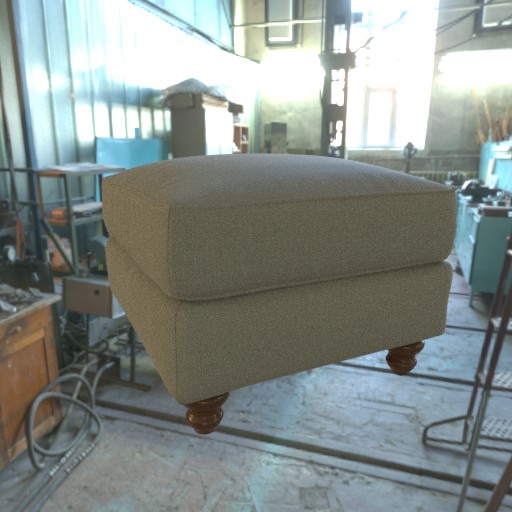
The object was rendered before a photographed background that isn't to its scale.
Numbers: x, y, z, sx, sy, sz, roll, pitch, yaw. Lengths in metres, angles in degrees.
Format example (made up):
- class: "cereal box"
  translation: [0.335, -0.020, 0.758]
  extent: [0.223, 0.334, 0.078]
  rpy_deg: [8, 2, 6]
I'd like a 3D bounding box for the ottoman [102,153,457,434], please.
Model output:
- class: "ottoman"
  translation: [0.000, 0.000, 1.123]
  extent: [0.662, 0.505, 0.716]
  rpy_deg: [-7, 16, -26]
